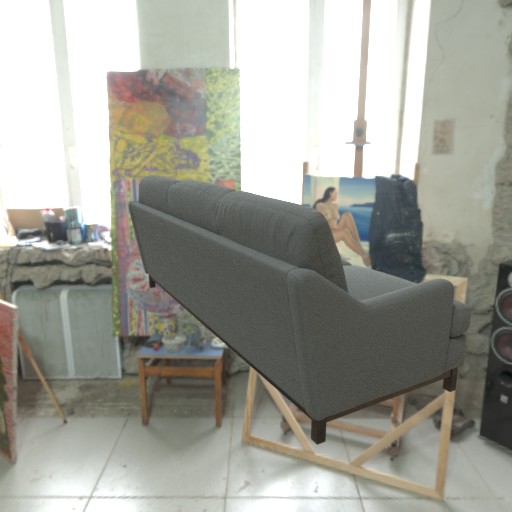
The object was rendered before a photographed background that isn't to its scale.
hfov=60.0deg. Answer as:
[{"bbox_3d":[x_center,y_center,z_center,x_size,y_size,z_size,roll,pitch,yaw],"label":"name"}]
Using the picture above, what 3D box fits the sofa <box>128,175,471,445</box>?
[{"bbox_3d":[0.000,0.000,2.745,0.987,0.926,2.344,-8,16,-28],"label":"sofa"}]
